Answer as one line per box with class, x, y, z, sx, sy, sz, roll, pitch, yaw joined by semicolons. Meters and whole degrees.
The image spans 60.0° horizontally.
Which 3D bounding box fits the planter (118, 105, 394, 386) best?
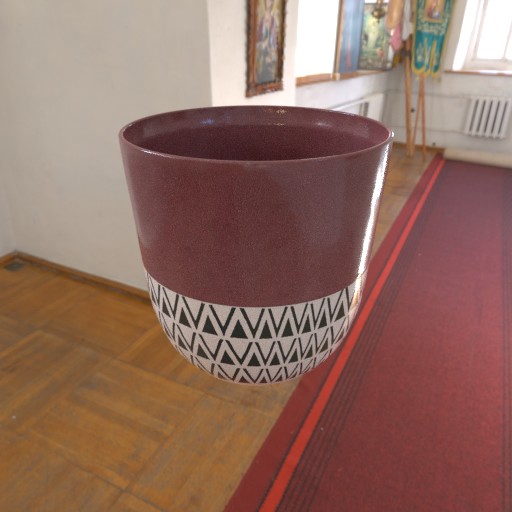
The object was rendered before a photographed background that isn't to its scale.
planter;0.000;0.000;0.373;0.195;0.214;0.195;0;27;0
